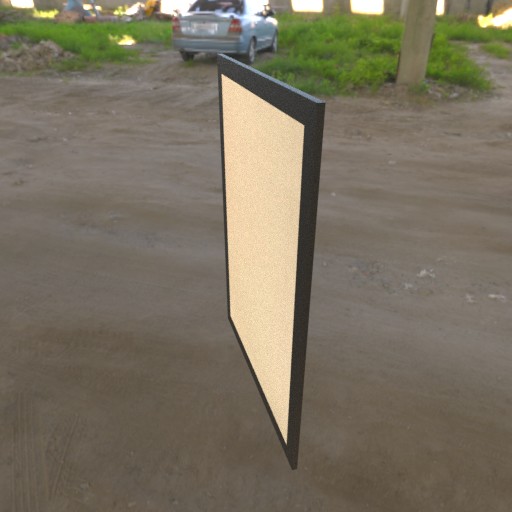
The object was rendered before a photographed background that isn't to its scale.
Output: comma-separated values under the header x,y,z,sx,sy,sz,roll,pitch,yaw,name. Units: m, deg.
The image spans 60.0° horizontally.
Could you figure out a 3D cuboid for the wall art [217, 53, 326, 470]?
x,y,z,sx,sy,sz,roll,pitch,yaw,name
0.000,0.000,0.682,0.008,0.530,0.379,-9,32,-15,wall art
